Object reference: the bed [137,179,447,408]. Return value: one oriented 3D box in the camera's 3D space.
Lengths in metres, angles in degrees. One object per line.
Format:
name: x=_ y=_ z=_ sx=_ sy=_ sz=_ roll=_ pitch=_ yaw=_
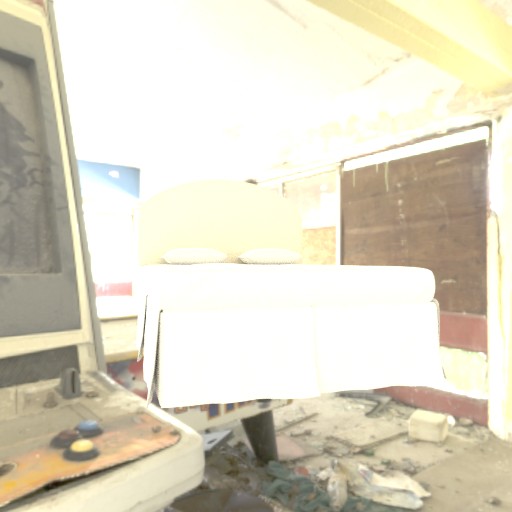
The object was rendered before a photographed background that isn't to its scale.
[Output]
bed: x=0.000 y=0.000 z=3.111 sx=1.607 sy=1.410 sz=2.005 roll=0 pitch=-1 yaw=-17
